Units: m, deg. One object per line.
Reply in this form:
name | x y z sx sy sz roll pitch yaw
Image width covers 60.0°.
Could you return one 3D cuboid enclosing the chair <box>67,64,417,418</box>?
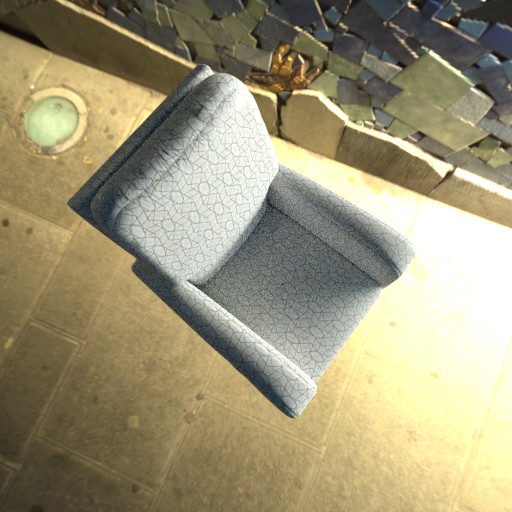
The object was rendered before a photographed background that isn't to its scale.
chair | 0.000 0.000 1.757 0.995 1.064 0.796 38 79 8
